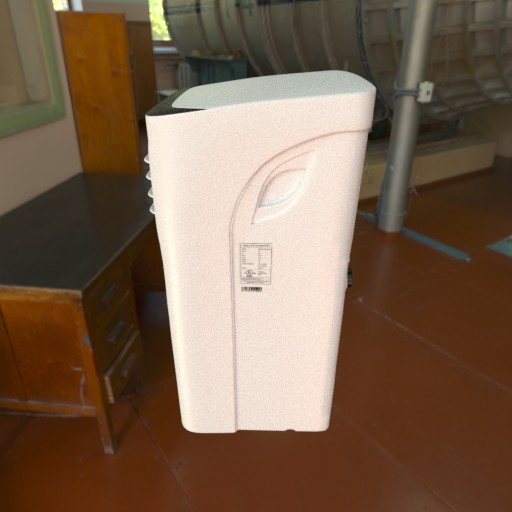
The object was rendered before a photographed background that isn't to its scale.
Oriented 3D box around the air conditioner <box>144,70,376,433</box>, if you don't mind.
[{"bbox_3d":[0.000,0.000,0.935,0.369,0.716,0.352,0,27,0],"label":"air conditioner"}]
